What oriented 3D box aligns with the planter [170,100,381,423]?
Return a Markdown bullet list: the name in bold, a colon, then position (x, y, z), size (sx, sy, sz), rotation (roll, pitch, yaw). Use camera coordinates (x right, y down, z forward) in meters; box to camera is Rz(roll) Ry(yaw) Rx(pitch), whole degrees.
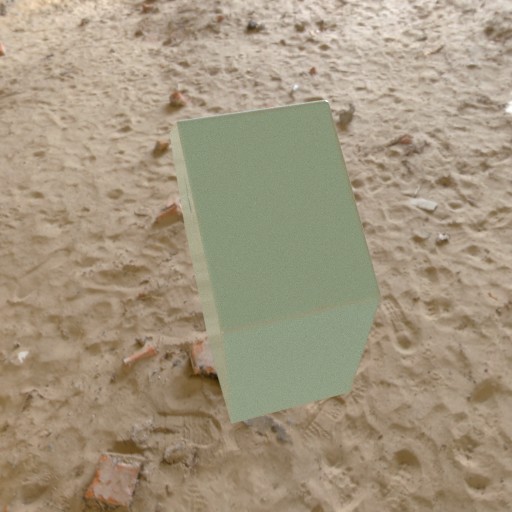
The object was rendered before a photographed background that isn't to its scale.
- **planter**: position (0.000, 0.000, 0.291), size (0.078, 0.207, 0.169), rotation (-11, 48, -10)
